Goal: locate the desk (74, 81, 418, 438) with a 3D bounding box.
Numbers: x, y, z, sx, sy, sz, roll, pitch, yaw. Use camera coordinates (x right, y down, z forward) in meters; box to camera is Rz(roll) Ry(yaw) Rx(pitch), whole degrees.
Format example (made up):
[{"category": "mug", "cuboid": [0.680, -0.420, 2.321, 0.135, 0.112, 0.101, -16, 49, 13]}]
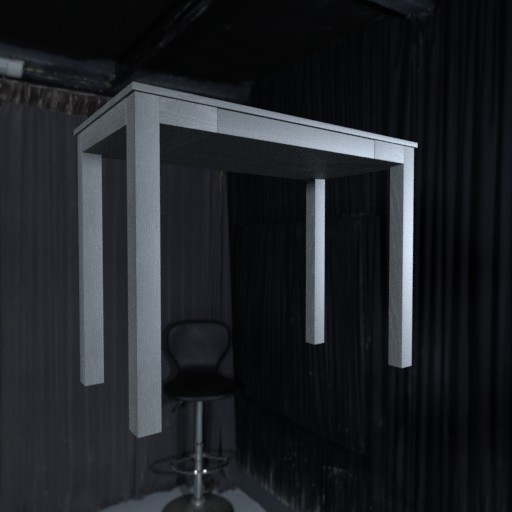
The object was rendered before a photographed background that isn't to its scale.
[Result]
[{"category": "desk", "cuboid": [0.000, 0.000, 1.430, 0.991, 0.762, 0.499, -1, 2, -36]}]
